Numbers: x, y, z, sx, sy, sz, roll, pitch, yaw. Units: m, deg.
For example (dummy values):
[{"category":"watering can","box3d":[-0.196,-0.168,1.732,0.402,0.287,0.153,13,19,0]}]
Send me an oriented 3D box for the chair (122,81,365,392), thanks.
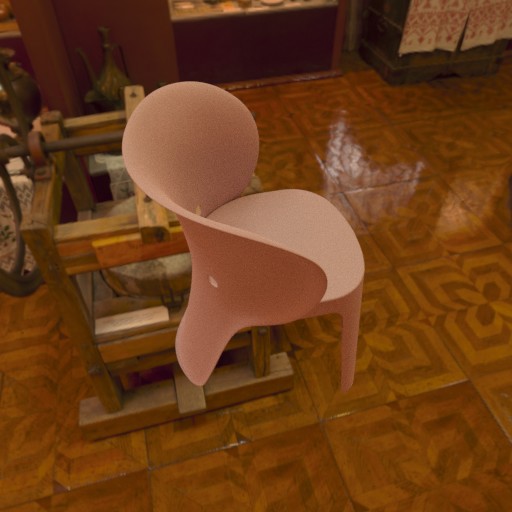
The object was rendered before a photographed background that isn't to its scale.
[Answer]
[{"category":"chair","box3d":[0.000,0.000,0.874,0.402,0.554,0.451,-10,47,-9]}]
